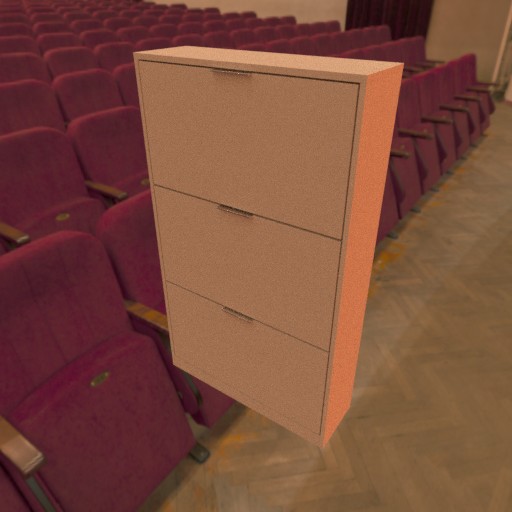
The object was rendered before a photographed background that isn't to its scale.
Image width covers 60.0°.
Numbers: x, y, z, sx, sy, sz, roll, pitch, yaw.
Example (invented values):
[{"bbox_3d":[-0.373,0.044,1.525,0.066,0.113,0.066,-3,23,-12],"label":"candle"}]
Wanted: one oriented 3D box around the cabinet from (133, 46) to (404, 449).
[{"bbox_3d":[0.000,0.000,1.557,0.750,1.280,0.250,20,36,29],"label":"cabinet"}]
